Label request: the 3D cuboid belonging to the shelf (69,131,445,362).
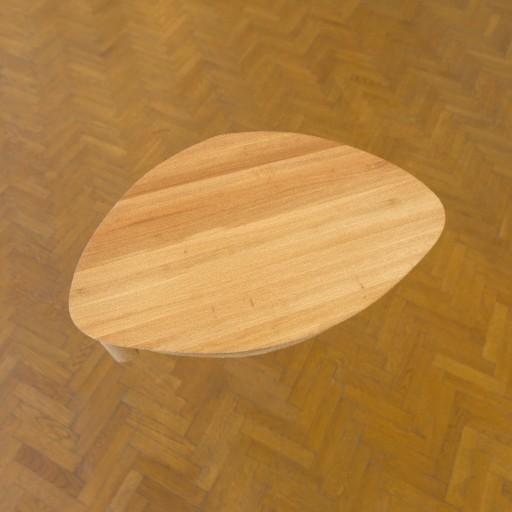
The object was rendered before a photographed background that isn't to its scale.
[{"bbox_3d":[0.000,0.000,1.654,1.246,0.440,0.845,-17,61,-10],"label":"shelf"}]
